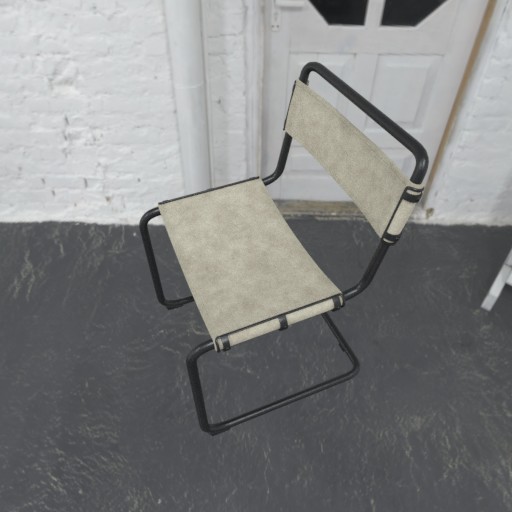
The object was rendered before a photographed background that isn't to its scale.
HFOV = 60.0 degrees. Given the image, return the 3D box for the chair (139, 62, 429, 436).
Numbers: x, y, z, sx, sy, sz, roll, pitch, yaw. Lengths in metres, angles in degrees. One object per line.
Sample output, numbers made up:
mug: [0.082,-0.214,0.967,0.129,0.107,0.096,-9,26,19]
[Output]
chair: [0.000,0.000,1.116,0.497,0.747,0.499,-17,48,-16]
